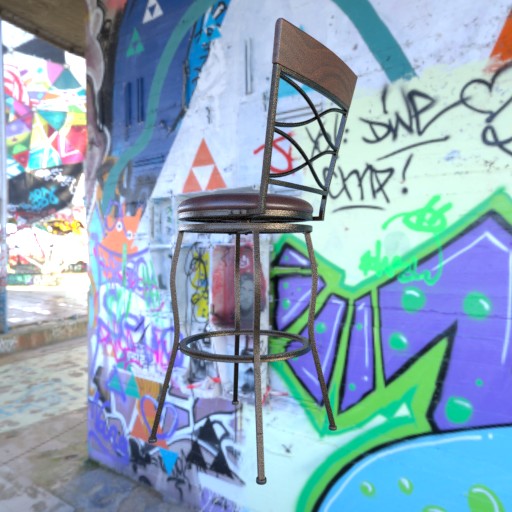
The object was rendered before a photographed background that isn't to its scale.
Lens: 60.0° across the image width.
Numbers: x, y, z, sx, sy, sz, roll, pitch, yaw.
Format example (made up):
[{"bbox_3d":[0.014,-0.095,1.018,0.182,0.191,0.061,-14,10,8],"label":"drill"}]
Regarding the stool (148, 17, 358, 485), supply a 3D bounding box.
[{"bbox_3d":[0.000,0.000,1.365,0.513,1.130,0.448,1,1,36],"label":"stool"}]
